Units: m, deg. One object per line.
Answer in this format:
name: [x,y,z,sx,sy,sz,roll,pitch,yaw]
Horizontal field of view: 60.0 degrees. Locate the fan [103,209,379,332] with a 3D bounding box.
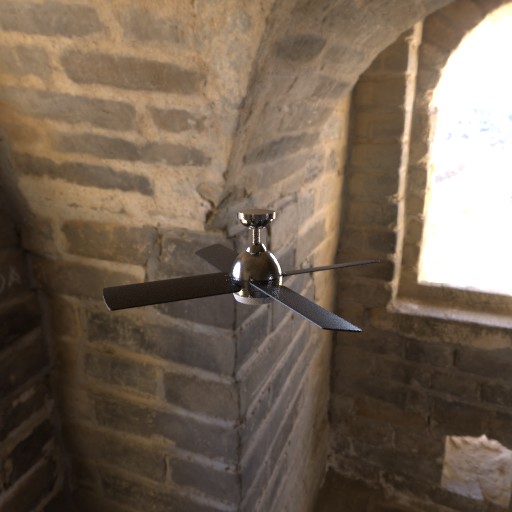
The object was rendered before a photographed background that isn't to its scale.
fan: [0.000,0.000,2.001,1.332,0.403,1.332,-7,16,-25]
